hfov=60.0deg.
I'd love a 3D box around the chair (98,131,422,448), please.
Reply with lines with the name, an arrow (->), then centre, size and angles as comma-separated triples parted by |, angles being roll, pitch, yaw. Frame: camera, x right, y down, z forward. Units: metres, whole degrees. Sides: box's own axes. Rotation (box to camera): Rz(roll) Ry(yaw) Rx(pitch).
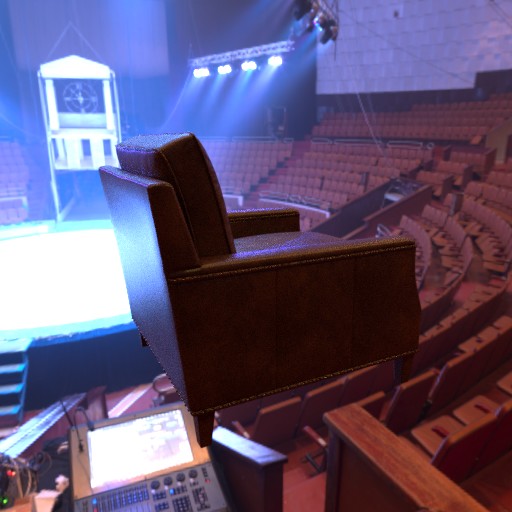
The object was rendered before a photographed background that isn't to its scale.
chair -> 0.000, 0.000, 1.743 | 1.014, 0.929, 0.853 | -7, 16, -26
